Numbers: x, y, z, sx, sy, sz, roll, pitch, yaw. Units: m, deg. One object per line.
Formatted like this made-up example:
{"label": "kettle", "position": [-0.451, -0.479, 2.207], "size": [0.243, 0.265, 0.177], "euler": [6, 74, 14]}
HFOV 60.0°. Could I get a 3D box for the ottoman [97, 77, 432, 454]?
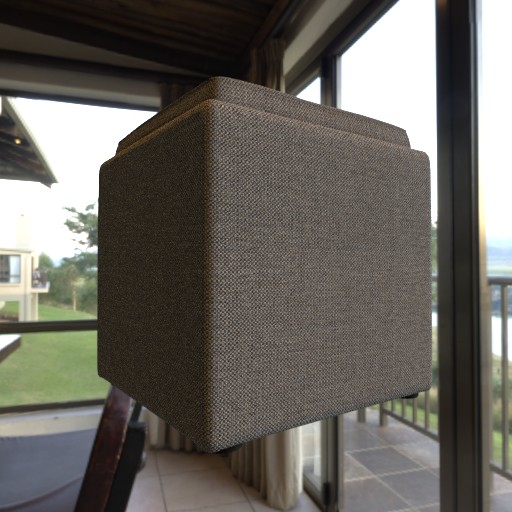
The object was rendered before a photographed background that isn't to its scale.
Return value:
{"label": "ottoman", "position": [0.000, 0.000, 0.816], "size": [0.454, 0.487, 0.436], "euler": [1, -1, -36]}
